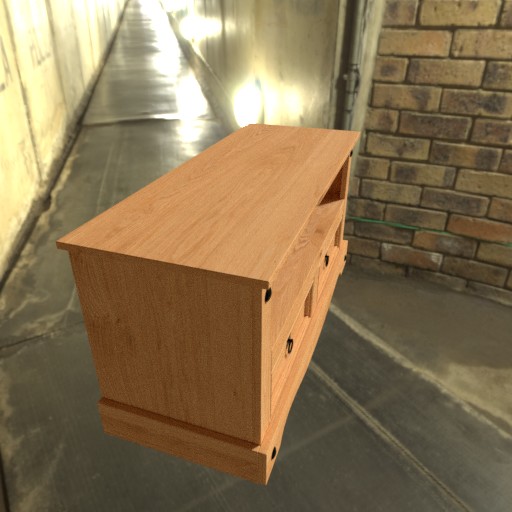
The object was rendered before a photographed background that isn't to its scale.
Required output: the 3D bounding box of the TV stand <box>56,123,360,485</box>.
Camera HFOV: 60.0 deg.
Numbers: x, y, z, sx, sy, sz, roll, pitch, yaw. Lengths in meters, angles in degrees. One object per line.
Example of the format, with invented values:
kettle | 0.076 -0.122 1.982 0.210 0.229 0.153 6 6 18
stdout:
TV stand | 0.000 0.000 1.369 0.440 0.550 1.080 10 31 17
